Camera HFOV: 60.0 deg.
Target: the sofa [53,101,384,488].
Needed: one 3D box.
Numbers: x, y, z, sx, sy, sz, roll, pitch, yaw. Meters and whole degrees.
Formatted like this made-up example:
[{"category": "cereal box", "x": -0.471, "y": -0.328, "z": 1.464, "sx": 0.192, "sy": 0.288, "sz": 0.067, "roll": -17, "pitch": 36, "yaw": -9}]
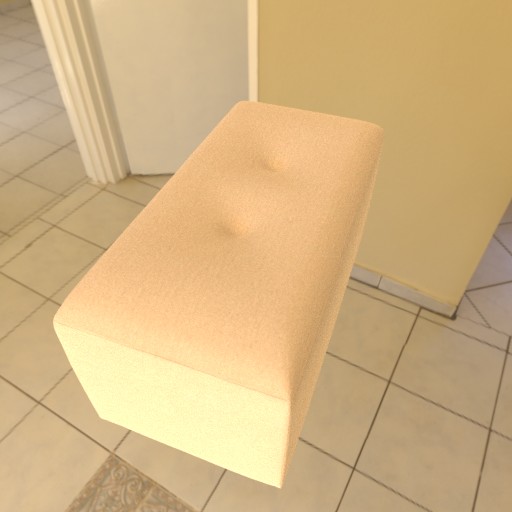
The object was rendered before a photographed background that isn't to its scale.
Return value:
[{"category": "sofa", "x": 0.000, "y": 0.000, "z": 1.170, "sx": 0.480, "sy": 0.470, "sz": 0.930, "roll": 15, "pitch": 47, "yaw": 14}]
